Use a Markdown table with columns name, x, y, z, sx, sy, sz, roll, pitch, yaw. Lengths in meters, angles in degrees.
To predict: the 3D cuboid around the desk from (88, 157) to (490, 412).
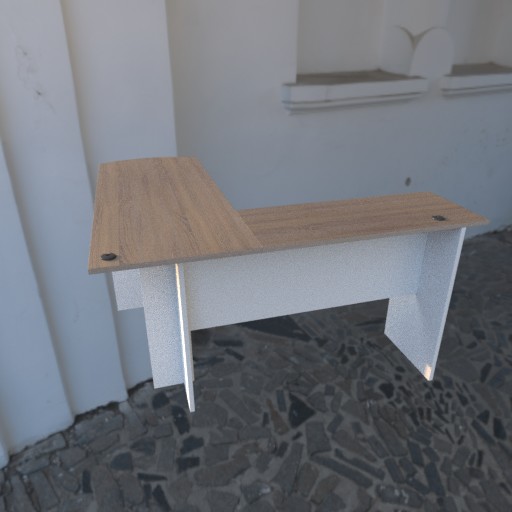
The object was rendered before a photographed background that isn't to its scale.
| name | x | y | z | sx | sy | sz | roll | pitch | yaw |
| --- | --- | --- | --- | --- | --- | --- | --- | --- | --- |
| desk | 0.000 | 0.000 | 2.128 | 1.361 | 0.716 | 1.303 | -7 | 27 | -15 |
